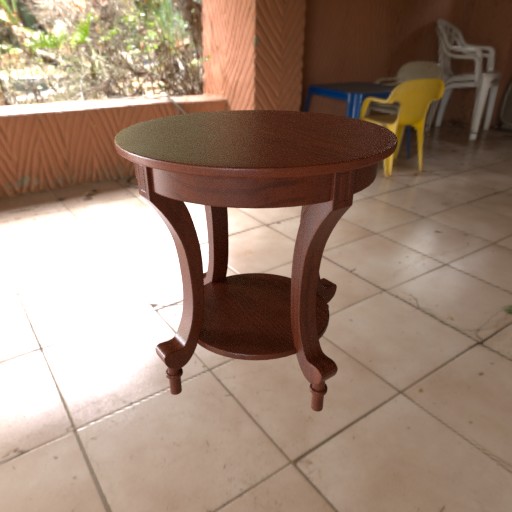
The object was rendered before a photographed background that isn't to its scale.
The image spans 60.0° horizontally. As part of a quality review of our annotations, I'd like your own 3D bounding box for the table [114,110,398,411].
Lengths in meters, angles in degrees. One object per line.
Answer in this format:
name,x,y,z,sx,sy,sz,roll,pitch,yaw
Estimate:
table,0.000,0.000,1.107,0.597,0.612,0.597,0,27,0
